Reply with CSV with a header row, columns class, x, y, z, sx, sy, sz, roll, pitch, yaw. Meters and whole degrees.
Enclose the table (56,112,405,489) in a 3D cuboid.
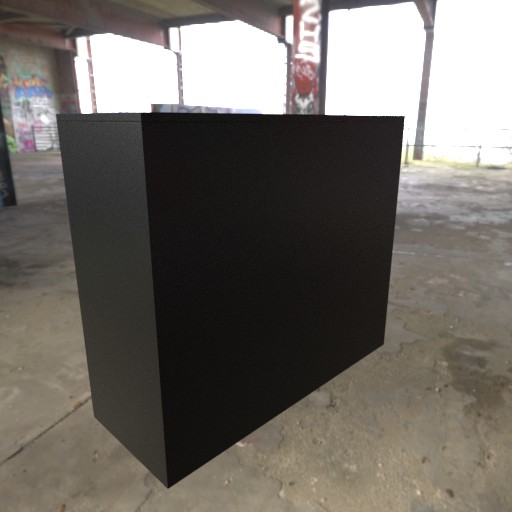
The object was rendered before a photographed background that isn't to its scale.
class,x,y,z,sx,sy,sz,roll,pitch,yaw
table,0.000,0.000,1.303,0.380,0.790,0.930,16,23,42
